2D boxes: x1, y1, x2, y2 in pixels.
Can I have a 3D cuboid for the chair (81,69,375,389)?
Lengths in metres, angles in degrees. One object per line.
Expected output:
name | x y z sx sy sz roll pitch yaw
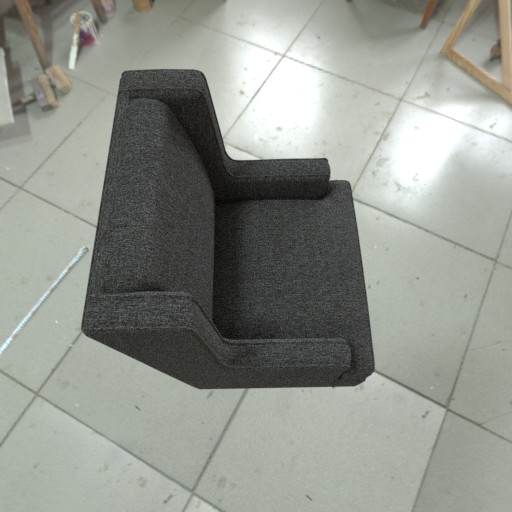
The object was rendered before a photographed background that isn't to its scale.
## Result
chair | 0.000 0.000 1.811 0.927 1.082 0.942 -1 64 0
